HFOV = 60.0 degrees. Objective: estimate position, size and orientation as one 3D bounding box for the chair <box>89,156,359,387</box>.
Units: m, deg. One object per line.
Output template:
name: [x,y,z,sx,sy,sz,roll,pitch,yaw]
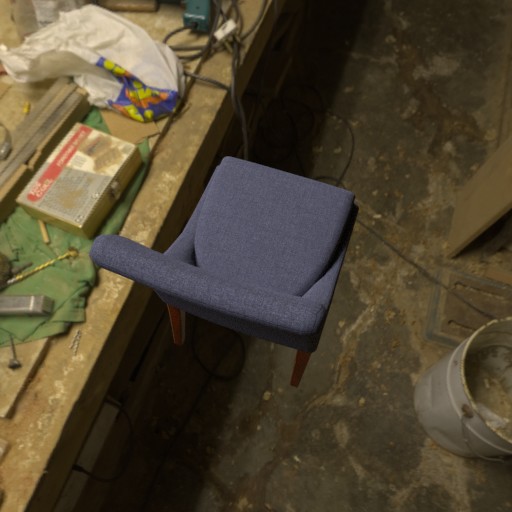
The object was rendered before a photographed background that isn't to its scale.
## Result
chair: [0.000,0.000,1.323,0.508,0.952,0.655,18,66,8]
